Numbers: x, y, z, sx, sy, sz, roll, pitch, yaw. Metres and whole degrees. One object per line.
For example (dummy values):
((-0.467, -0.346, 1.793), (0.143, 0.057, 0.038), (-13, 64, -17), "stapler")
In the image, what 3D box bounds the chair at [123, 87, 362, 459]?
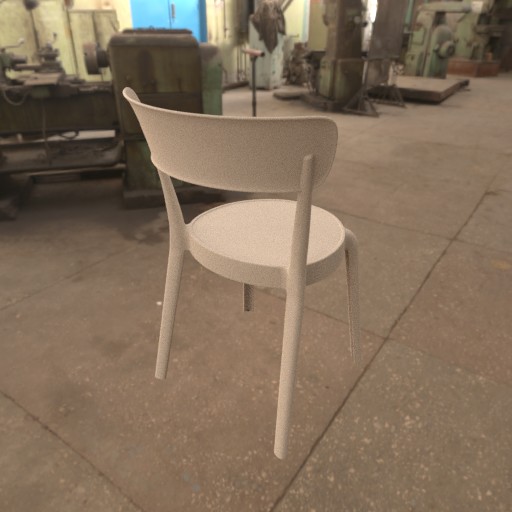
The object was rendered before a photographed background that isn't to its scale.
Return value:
((0.000, 0.000, 1.111), (0.506, 0.790, 0.491), (20, 35, 32), "chair")
